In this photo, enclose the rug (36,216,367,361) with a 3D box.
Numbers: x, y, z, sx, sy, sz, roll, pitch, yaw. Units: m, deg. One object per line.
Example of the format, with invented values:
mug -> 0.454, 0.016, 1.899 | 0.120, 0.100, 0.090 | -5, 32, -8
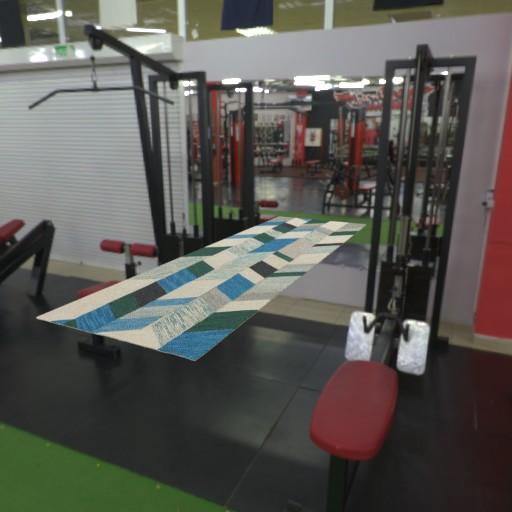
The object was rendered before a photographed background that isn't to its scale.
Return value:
rug -> 0.000, 0.000, 2.672 | 0.774, 0.008, 2.437 | 8, 18, 26
